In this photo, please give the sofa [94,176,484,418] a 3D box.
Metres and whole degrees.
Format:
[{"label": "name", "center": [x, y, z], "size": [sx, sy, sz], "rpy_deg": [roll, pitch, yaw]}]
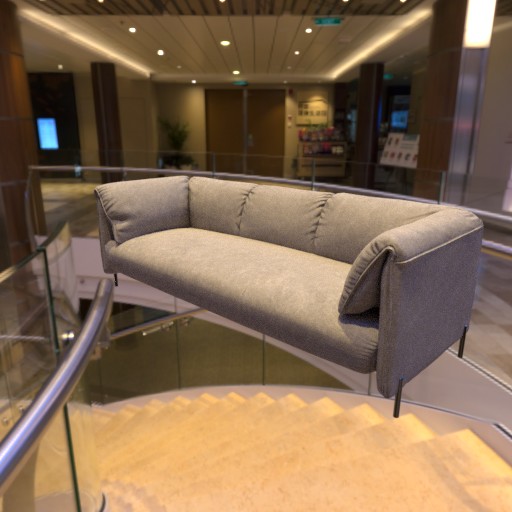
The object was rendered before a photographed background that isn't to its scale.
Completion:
[{"label": "sofa", "center": [0.000, 0.000, 2.620], "size": [2.238, 0.758, 0.899], "rpy_deg": [15, 22, 42]}]
